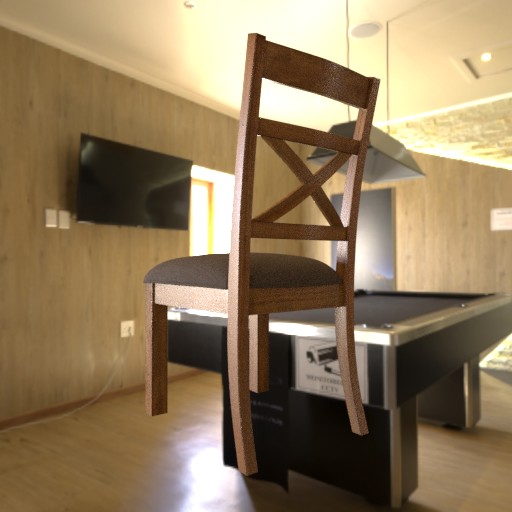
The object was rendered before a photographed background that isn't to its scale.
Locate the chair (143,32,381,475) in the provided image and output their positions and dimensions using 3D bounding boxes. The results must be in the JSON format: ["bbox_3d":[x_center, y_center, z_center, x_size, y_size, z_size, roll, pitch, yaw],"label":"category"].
[{"bbox_3d":[0.000,0.000,1.267,0.470,0.949,0.581,0,-1,-36],"label":"chair"}]
